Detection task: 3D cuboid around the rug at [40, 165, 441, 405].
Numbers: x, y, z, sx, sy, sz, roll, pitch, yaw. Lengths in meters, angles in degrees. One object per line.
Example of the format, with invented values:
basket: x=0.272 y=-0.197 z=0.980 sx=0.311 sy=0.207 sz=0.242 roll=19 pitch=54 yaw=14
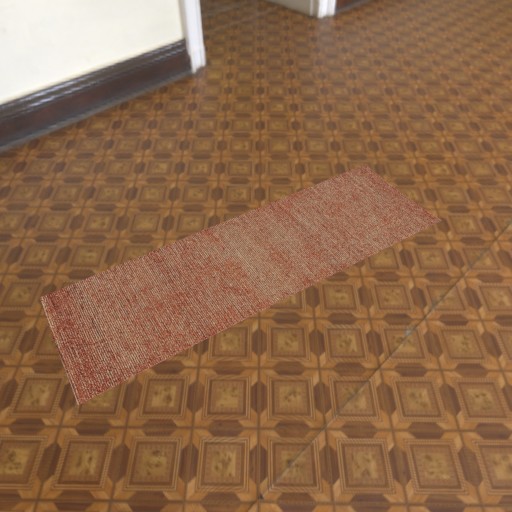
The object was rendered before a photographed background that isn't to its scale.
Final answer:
rug: x=0.000 y=0.000 z=2.635 sx=2.353 sy=0.013 sz=0.718 roll=-24 pitch=52 yaw=-21
